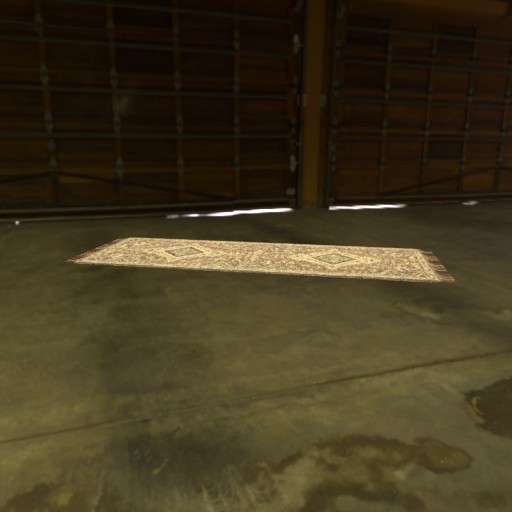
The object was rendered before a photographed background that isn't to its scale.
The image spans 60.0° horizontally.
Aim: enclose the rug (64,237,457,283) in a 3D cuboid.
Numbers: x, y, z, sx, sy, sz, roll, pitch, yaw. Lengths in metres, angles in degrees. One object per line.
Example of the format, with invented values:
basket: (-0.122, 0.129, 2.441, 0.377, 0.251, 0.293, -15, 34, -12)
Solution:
rug: (0.000, 0.000, 2.861, 2.378, 0.018, 1.324, 7, 16, 26)
